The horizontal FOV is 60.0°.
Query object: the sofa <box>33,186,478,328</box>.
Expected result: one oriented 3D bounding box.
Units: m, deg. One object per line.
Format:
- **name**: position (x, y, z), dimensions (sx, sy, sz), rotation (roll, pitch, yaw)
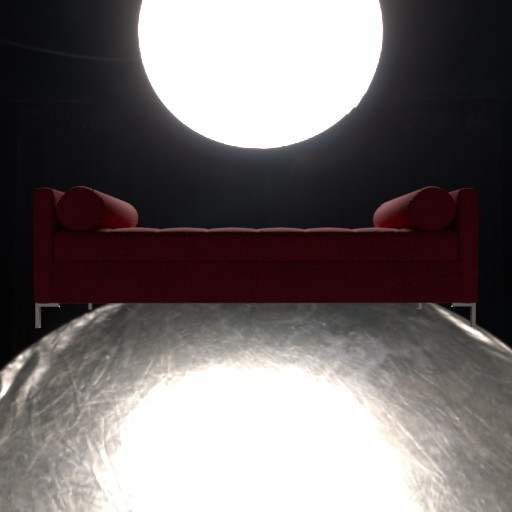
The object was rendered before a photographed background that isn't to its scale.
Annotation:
- **sofa**: position (0.000, 0.000, 2.304), dimensions (1.981, 0.635, 0.686), rotation (0, 0, 0)
